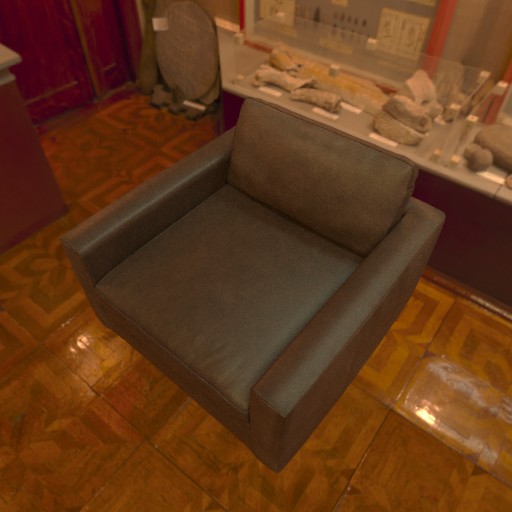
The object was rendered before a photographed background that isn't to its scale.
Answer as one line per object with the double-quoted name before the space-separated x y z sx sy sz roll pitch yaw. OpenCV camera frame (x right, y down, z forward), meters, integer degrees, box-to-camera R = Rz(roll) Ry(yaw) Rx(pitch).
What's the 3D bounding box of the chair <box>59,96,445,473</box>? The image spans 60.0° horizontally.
"chair" 0.000 0.000 1.786 1.100 0.812 1.069 32 55 25
